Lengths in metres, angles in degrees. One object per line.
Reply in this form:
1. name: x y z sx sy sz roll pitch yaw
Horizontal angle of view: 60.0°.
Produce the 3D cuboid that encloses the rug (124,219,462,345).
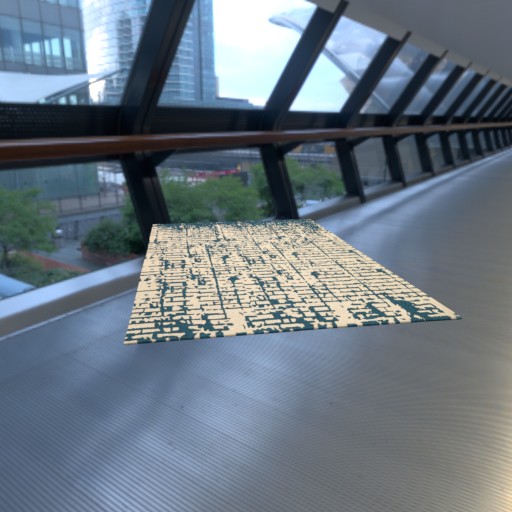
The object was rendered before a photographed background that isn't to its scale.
1. rug: 0.000 0.000 3.079 1.517 0.011 2.435 -3 16 -10
